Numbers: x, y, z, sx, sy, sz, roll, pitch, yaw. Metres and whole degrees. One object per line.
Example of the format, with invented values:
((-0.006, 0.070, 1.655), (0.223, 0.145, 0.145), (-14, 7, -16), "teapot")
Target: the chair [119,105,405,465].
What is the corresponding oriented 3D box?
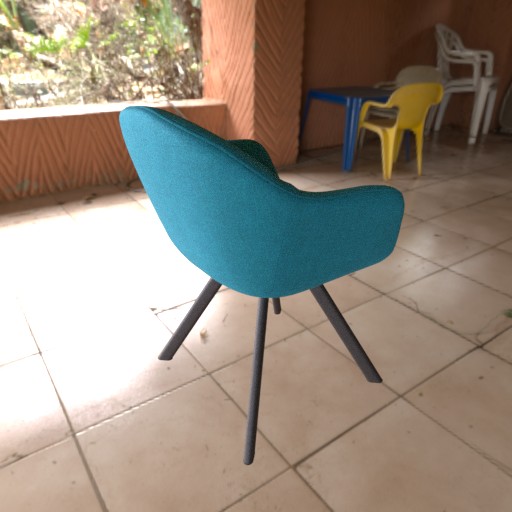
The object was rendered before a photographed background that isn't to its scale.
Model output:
((0.000, 0.000, 1.127), (0.565, 0.775, 0.545), (-18, 31, -32), "chair")
